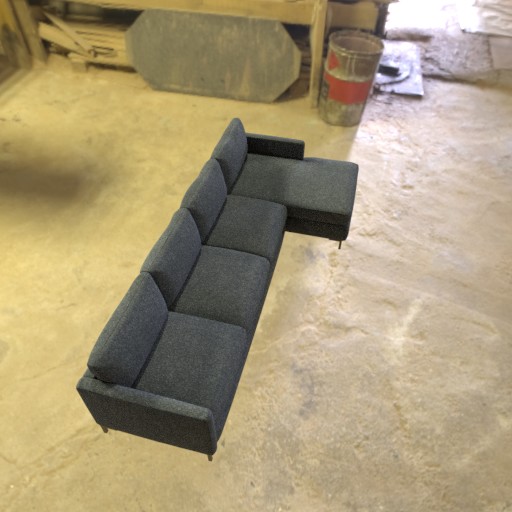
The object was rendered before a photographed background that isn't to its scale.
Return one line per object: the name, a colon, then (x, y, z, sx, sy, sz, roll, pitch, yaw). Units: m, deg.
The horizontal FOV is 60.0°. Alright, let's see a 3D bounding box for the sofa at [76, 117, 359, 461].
sofa: (0.000, 0.000, 3.460, 1.350, 0.810, 2.932, 11, 47, 10)
